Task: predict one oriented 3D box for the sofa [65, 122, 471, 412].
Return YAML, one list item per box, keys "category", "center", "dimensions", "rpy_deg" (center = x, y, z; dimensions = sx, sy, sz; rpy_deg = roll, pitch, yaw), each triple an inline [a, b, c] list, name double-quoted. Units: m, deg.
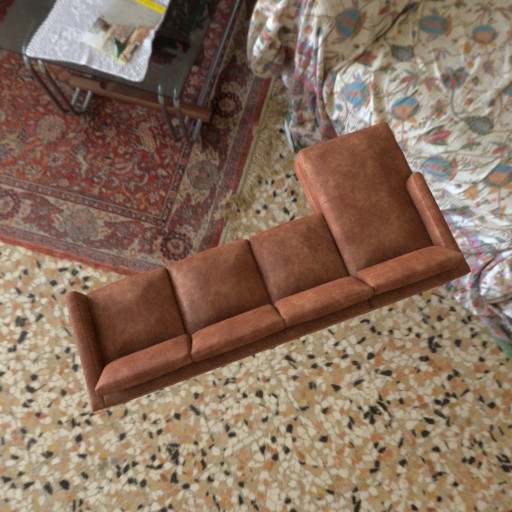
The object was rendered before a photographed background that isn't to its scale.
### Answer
- category: "sofa"
  center: [0.000, 0.000, 3.630]
  dimensions: [2.993, 0.859, 1.471]
  rpy_deg: [-19, 77, -5]
